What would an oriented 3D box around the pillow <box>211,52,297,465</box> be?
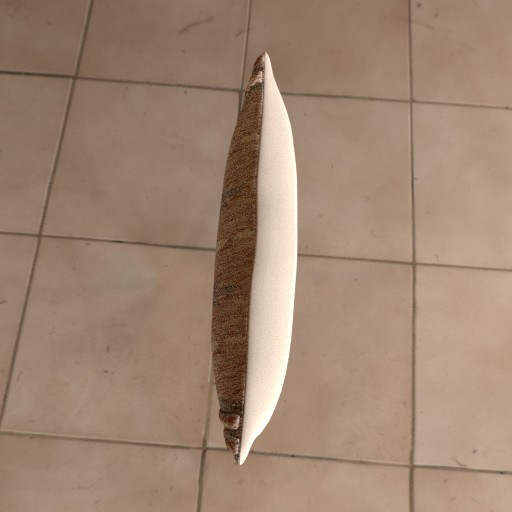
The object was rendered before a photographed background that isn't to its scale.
[{"bbox_3d":[0.000,0.000,0.759,0.139,0.282,0.635,3,75,1],"label":"pillow"}]
